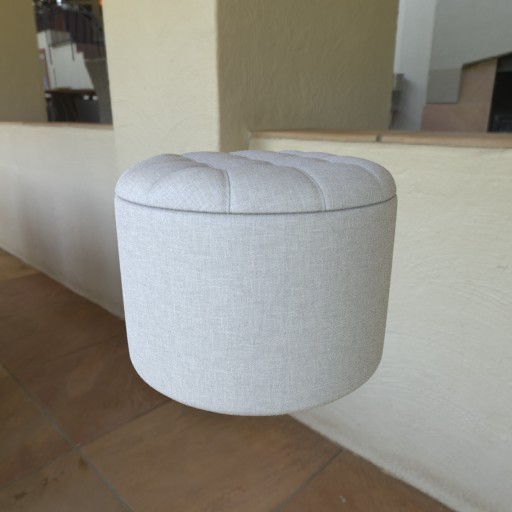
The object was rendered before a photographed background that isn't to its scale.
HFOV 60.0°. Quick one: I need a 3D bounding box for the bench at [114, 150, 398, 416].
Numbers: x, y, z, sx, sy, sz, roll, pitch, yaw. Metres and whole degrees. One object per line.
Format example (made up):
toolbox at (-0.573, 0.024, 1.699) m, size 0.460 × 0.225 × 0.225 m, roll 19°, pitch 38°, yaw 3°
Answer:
bench at (0.000, 0.000, 1.022) m, size 0.600 × 0.453 × 0.600 m, roll 0°, pitch 17°, yaw 0°
